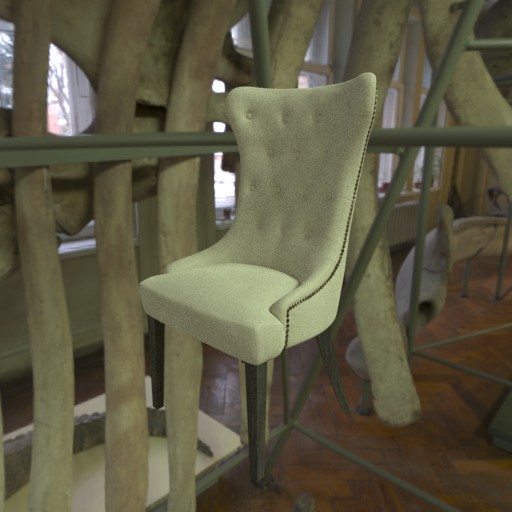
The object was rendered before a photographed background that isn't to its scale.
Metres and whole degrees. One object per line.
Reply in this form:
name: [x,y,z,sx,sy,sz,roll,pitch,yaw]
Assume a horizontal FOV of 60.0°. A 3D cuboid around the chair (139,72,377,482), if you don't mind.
chair: [0.000,0.000,1.394,0.584,1.065,0.590,14,20,42]
